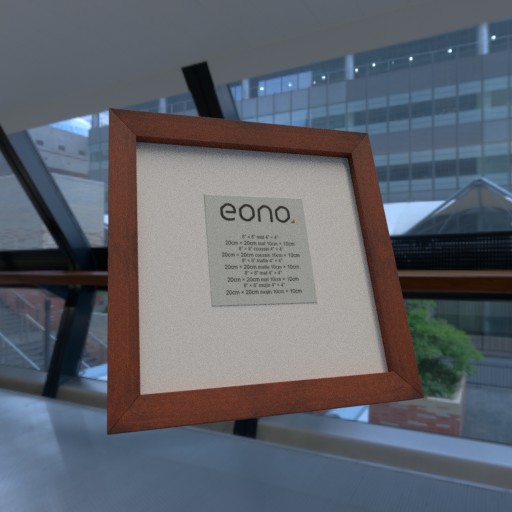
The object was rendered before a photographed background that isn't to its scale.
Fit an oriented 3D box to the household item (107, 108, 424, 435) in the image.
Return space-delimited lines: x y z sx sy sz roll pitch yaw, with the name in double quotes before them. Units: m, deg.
"household item" 0.000 0.000 0.380 0.240 0.240 0.131 0 0 -18
